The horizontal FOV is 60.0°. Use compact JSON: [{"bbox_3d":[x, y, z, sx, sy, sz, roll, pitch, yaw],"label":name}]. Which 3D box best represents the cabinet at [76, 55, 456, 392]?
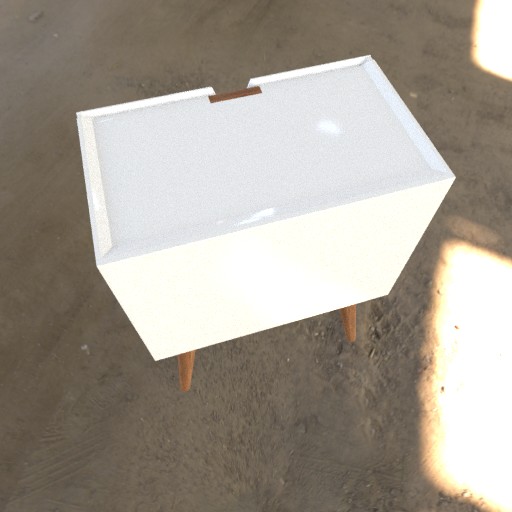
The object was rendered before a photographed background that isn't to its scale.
[{"bbox_3d":[0.000,0.000,1.106,0.591,0.772,0.344,-14,60,-9],"label":"cabinet"}]
